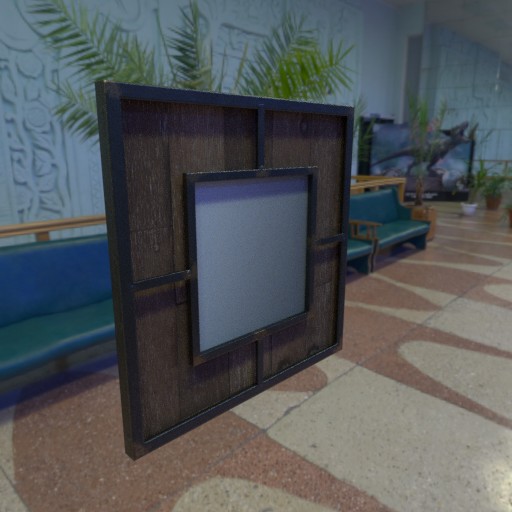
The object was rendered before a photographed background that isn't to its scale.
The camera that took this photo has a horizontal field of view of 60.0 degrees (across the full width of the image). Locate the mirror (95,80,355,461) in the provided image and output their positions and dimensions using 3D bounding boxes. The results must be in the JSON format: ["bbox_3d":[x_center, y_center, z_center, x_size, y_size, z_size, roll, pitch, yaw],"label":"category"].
[{"bbox_3d":[0.000,0.000,0.560,0.382,0.381,0.020,-13,19,-43],"label":"mirror"}]
